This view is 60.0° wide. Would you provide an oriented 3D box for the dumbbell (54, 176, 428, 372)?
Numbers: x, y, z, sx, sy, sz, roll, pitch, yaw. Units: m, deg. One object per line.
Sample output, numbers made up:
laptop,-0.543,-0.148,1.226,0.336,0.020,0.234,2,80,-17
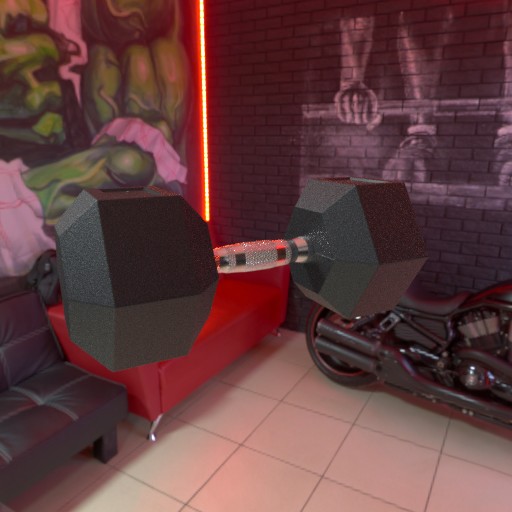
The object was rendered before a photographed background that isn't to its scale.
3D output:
dumbbell,0.000,0.000,0.335,0.271,0.106,0.122,-7,16,-26
